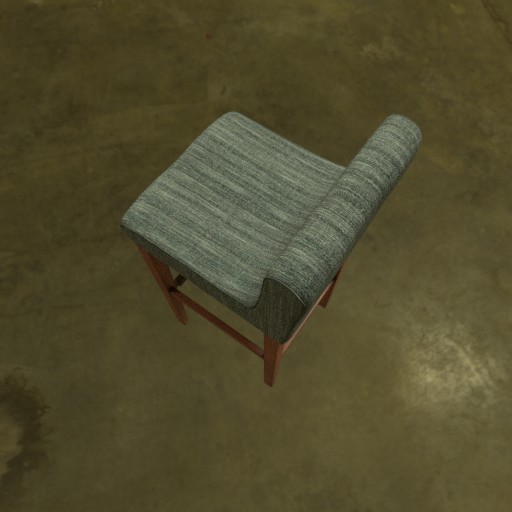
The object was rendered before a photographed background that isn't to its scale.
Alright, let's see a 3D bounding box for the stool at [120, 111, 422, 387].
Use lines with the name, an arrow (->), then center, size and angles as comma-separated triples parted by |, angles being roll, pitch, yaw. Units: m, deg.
stool -> 0.000, 0.000, 1.233 | 0.499, 0.965, 0.426 | 32, 68, 15
